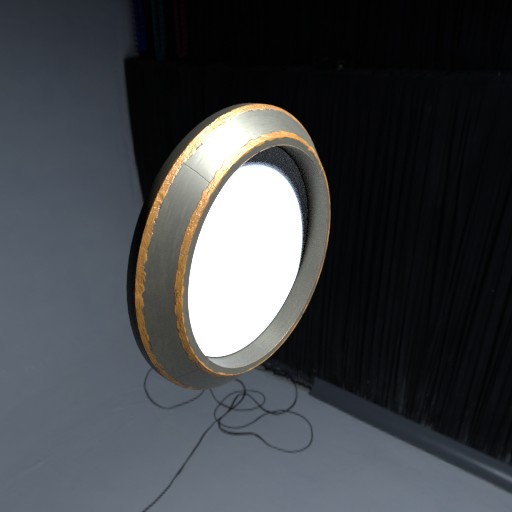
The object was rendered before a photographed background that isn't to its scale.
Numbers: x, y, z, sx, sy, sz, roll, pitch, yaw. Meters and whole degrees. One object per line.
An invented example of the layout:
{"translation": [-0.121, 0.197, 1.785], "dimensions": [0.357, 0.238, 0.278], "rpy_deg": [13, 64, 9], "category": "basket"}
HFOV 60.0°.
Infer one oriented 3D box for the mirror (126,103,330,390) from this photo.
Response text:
{"translation": [0.000, 0.000, 1.399], "dimensions": [0.111, 0.907, 0.907], "rpy_deg": [19, 31, 34], "category": "mirror"}
